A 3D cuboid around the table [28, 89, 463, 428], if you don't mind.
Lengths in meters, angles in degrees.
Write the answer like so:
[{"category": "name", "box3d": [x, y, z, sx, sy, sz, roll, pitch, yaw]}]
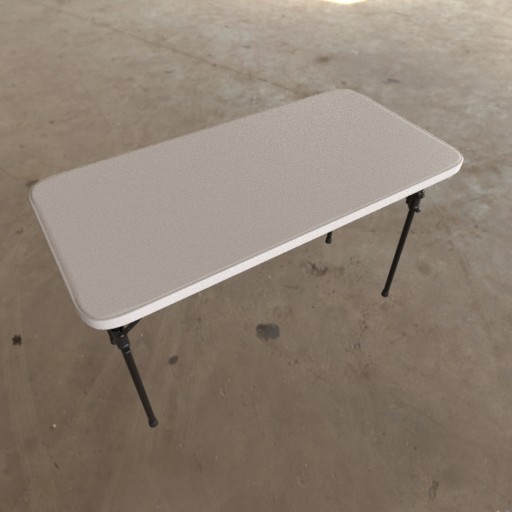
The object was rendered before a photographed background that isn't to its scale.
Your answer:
[{"category": "table", "box3d": [0.000, 0.000, 1.588, 1.219, 0.729, 0.610, -24, 50, -22]}]
